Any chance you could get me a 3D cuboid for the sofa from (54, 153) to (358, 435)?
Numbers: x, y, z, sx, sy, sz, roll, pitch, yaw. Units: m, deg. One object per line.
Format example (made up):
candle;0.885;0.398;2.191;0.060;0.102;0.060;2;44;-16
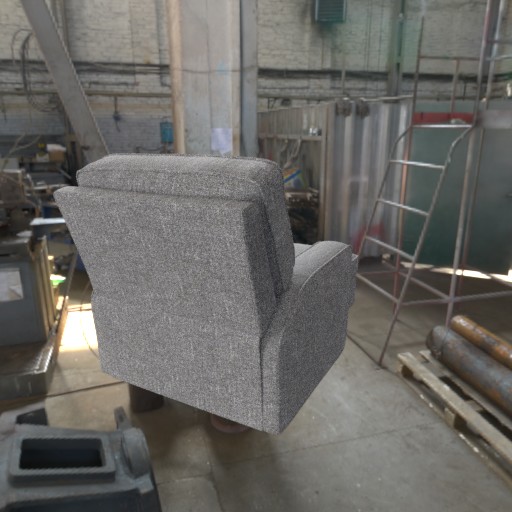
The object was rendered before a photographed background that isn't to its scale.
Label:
sofa;0.000;0.000;2.018;0.861;0.959;1.472;9;18;28
